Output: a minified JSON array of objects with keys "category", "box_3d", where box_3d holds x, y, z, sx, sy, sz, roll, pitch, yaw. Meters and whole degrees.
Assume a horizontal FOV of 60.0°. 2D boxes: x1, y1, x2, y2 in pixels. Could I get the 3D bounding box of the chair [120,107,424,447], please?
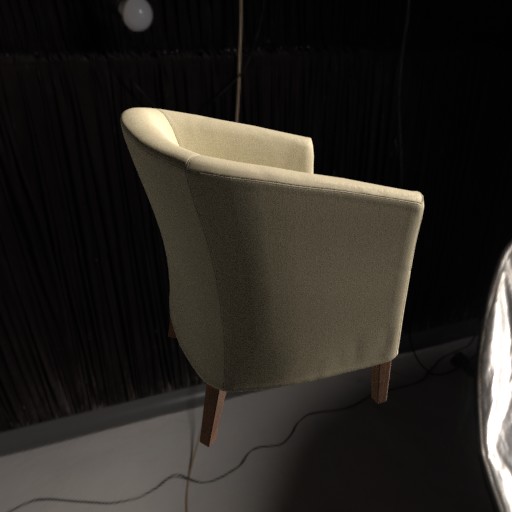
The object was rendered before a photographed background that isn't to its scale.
[{"category":"chair","box_3d":[0.000,0.000,1.306,0.657,0.822,0.643,-10,29,-18]}]
